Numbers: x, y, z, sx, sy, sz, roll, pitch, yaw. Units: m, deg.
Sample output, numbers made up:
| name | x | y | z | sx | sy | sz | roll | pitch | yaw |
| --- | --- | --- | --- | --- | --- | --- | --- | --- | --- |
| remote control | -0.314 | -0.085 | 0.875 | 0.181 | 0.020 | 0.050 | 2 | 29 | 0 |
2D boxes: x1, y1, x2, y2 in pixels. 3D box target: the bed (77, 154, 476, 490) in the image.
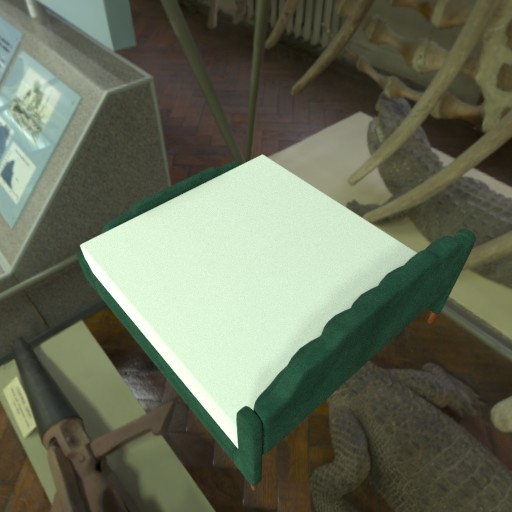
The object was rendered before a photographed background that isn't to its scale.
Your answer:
| name | x | y | z | sx | sy | sz | roll | pitch | yaw |
| --- | --- | --- | --- | --- | --- | --- | --- | --- | --- |
| bed | 0.000 | 0.000 | 3.503 | 2.074 | 1.245 | 2.340 | -32 | 54 | -27 |
